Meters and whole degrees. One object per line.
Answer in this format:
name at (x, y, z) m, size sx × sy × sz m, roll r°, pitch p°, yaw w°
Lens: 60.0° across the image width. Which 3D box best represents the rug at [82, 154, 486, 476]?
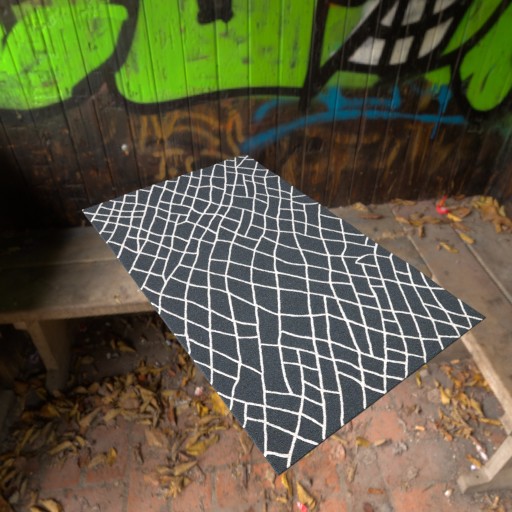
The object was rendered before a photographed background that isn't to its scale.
rug at (0.000, 0.000, 2.979) m, size 1.529 × 0.017 × 2.448 m, roll -25°, pitch 47°, yaw -26°
